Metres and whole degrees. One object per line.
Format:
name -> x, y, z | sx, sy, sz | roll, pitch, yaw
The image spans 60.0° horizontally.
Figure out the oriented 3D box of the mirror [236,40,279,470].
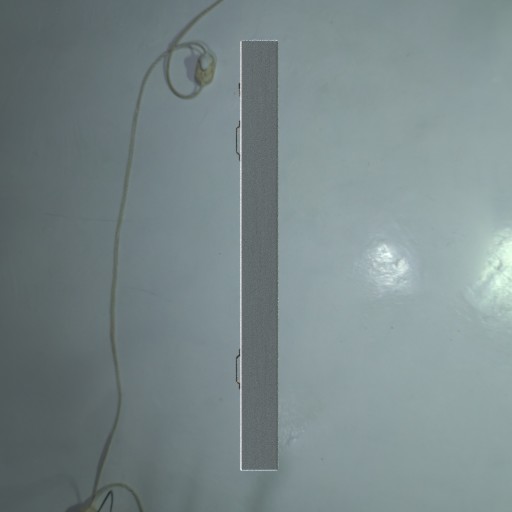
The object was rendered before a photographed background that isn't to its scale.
mirror -> 0.000, 0.000, 0.672 | 0.041, 0.509, 0.406 | 0, 90, 0
